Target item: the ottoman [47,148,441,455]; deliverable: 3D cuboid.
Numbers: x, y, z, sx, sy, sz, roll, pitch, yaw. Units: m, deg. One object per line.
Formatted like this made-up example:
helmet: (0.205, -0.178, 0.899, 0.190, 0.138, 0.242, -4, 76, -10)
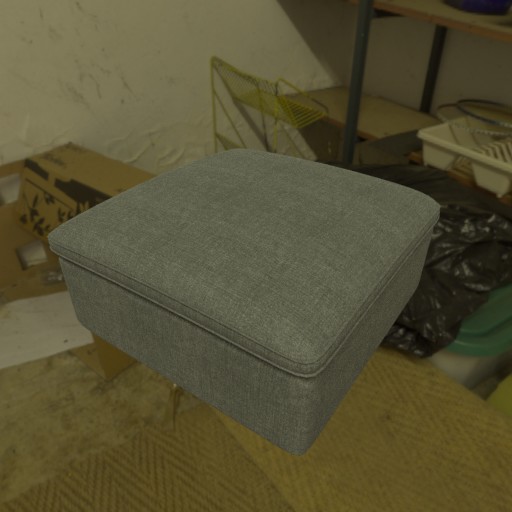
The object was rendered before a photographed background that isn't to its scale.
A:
ottoman: (0.000, 0.000, 1.707, 1.067, 0.559, 1.067, 21, 38, 29)
